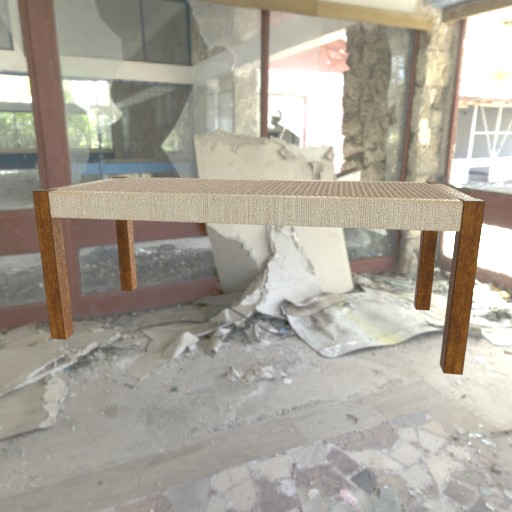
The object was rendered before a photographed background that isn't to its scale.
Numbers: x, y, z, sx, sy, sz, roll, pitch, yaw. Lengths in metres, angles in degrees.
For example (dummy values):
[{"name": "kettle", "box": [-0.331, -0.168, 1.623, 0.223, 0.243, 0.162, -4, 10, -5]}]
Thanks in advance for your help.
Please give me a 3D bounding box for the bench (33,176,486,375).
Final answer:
[{"name": "bench", "box": [0.000, 0.000, 1.451, 1.198, 0.457, 0.507, 3, 15, 10]}]
